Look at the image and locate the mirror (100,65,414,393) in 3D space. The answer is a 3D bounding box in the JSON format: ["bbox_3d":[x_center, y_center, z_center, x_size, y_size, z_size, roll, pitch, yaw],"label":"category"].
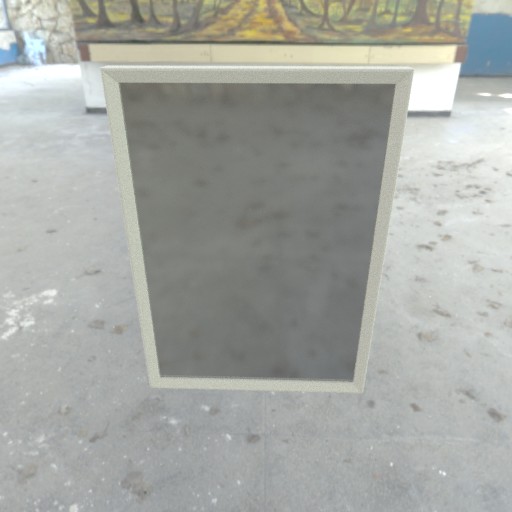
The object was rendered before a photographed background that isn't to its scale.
[{"bbox_3d":[0.000,0.000,0.901,0.507,0.710,0.039,1,29,2],"label":"mirror"}]
